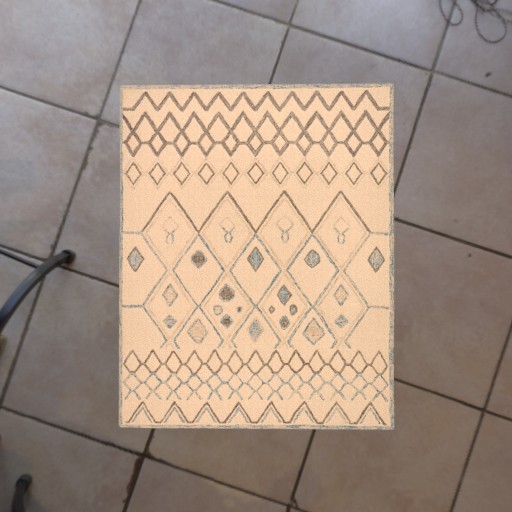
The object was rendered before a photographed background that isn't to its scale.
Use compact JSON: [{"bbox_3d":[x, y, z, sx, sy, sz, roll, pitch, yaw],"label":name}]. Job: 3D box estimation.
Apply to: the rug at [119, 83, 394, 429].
[{"bbox_3d":[0.000,0.000,3.938,2.441,0.013,3.056,0,90,1],"label":"rug"}]
